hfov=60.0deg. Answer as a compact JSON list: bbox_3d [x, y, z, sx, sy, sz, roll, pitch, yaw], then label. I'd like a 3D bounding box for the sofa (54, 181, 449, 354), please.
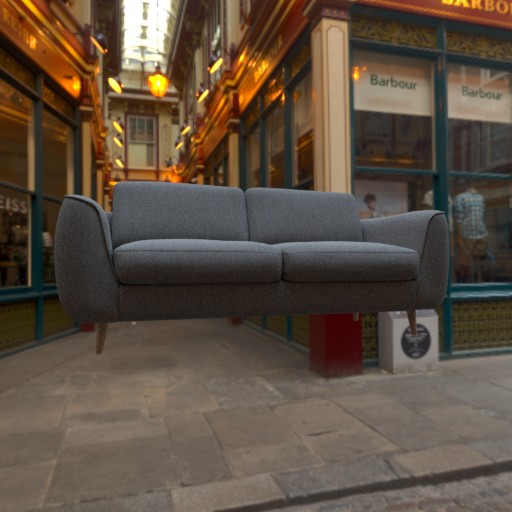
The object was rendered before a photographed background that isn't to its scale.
[{"bbox_3d":[0.000,0.000,2.493,2.000,0.870,0.920,0,-1,-17],"label":"sofa"}]
